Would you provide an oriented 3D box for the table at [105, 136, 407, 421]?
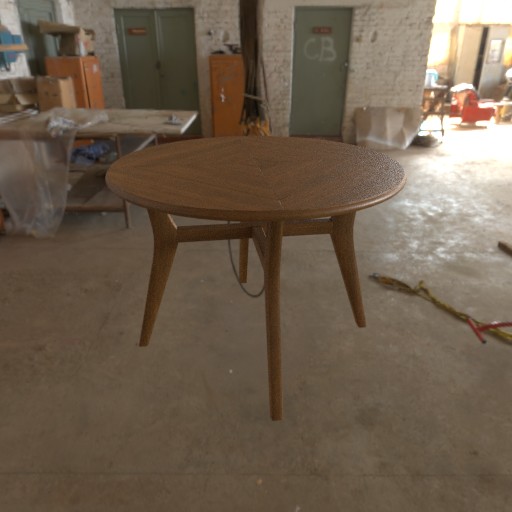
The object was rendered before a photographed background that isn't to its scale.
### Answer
[{"bbox_3d":[0.000,0.000,1.780,1.055,0.757,1.055,0,26,0],"label":"table"}]
